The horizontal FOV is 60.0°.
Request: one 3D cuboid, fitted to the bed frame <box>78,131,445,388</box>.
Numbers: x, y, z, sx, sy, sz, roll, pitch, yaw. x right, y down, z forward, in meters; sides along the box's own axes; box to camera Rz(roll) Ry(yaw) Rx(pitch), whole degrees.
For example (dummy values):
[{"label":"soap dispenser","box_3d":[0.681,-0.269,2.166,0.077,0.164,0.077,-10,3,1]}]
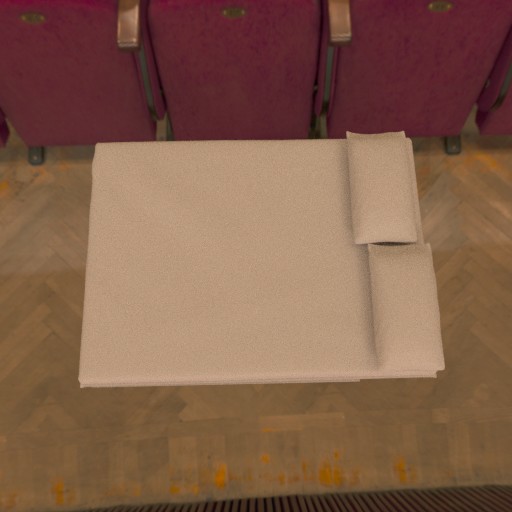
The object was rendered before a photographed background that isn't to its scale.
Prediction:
[{"label":"bed frame","box_3d":[0.000,0.000,2.602,1.950,0.629,1.450,-1,76,0]}]
